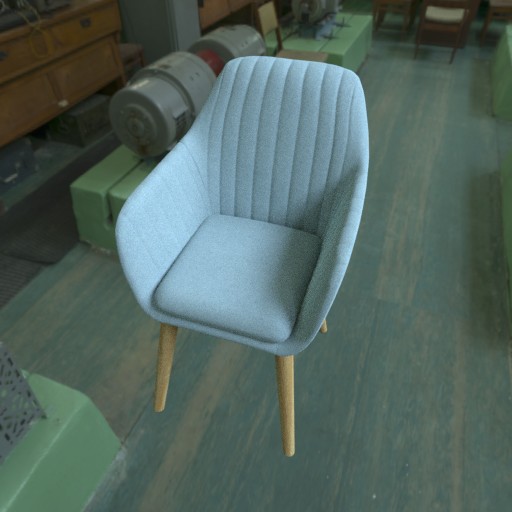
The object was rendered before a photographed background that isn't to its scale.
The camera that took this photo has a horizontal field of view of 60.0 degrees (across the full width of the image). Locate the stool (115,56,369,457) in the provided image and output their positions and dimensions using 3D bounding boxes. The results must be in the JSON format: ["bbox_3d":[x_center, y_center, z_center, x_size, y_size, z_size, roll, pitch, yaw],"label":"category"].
[{"bbox_3d":[0.000,0.000,1.172,0.503,0.830,0.590,13,43,14],"label":"stool"}]
